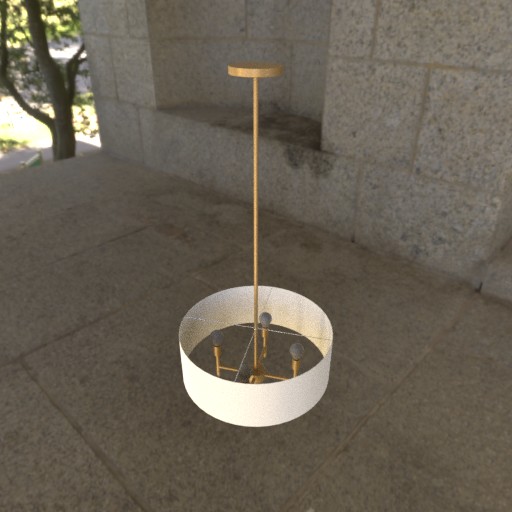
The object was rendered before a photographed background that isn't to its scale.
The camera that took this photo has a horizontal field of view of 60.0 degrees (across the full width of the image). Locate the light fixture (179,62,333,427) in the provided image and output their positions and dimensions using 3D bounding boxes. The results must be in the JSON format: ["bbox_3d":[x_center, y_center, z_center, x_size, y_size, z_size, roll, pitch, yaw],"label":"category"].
[{"bbox_3d":[0.000,0.000,1.341,0.508,1.067,0.508,0,30,0],"label":"light fixture"}]
